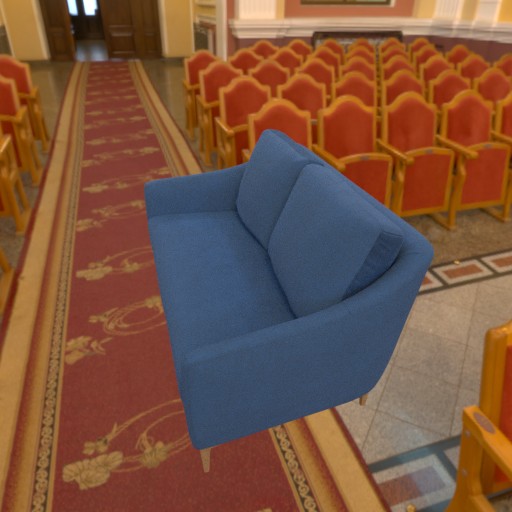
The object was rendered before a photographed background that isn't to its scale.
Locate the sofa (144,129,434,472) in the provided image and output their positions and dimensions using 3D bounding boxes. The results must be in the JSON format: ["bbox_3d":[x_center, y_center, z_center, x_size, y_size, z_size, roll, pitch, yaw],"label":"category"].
[{"bbox_3d":[0.000,0.000,2.176,0.960,0.902,1.619,-9,31,-14],"label":"sofa"}]
